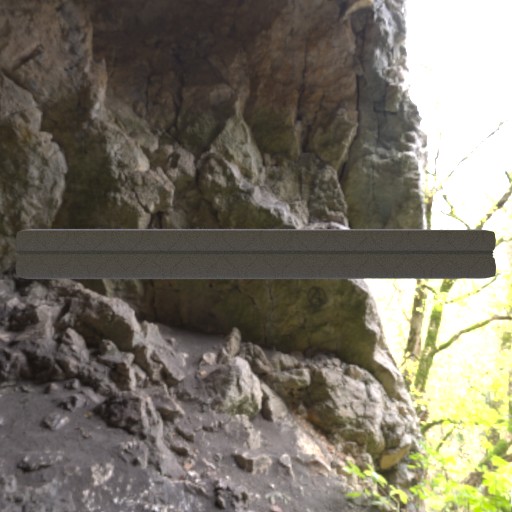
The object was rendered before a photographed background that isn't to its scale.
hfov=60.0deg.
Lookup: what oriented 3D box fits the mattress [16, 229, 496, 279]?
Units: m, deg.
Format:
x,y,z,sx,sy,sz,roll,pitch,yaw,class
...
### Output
x,y,z,sx,sy,sz,roll,pitch,yaw,class
0.000,0.000,2.195,1.900,0.200,0.900,0,-1,0,mattress
